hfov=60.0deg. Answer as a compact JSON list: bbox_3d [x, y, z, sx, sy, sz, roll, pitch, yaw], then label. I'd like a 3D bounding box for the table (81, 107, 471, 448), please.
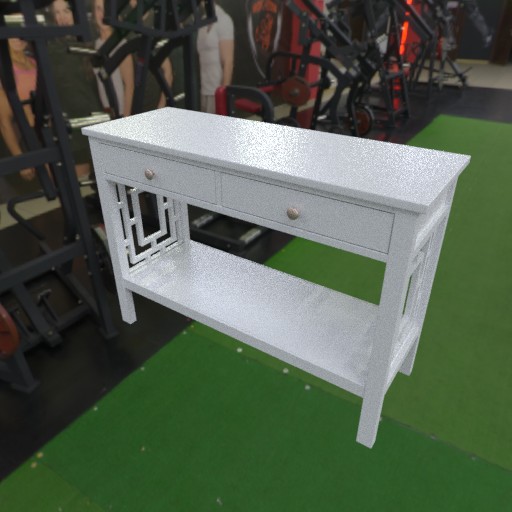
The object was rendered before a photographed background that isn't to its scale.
[{"bbox_3d":[0.000,0.000,1.446,1.068,0.753,0.397,19,35,29],"label":"table"}]
